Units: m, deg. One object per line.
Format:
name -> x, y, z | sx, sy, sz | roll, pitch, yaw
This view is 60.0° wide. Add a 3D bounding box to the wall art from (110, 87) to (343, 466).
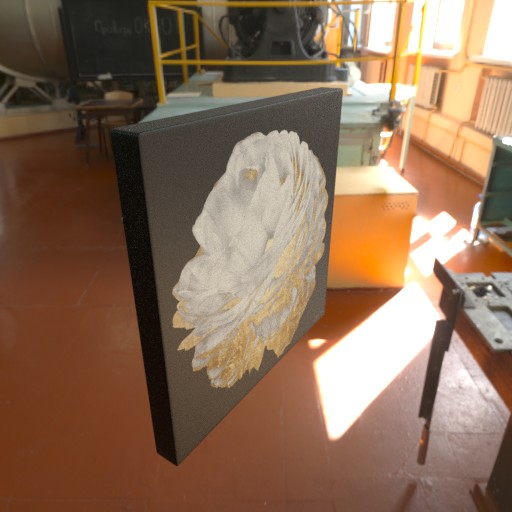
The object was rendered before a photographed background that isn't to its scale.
wall art -> 0.000, 0.000, 0.616 | 0.041, 0.407, 0.406 | 17, 31, 30
